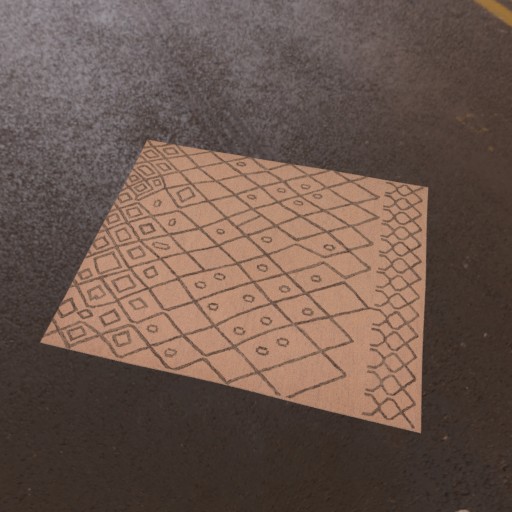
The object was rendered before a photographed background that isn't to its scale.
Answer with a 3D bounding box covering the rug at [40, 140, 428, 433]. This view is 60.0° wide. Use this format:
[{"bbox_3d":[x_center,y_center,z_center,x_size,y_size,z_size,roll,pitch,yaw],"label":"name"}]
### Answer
[{"bbox_3d":[0.000,0.000,4.071,3.046,0.015,2.446,11,58,7],"label":"rug"}]
